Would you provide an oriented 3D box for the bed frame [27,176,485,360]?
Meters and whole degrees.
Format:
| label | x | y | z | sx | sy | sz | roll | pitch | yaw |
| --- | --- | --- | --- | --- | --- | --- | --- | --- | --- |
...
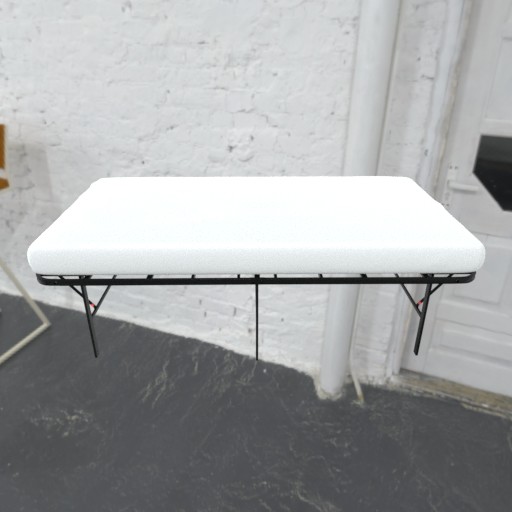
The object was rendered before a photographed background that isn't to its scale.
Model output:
| label | x | y | z | sx | sy | sz | roll | pitch | yaw |
| --- | --- | --- | --- | --- | --- | --- | --- | --- | --- |
| bed frame | 0.000 | 0.000 | 2.345 | 1.903 | 0.619 | 0.989 | 0 | 27 | -1 |
